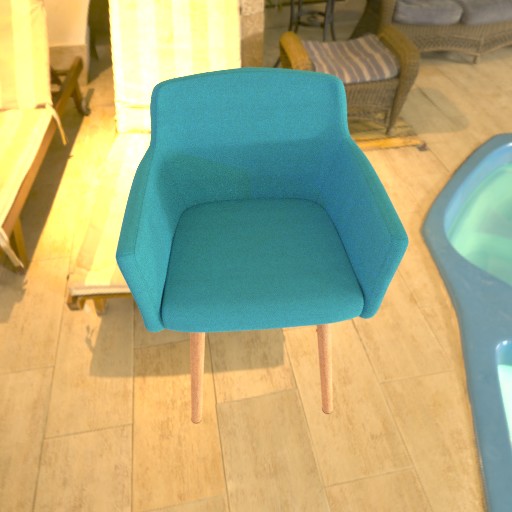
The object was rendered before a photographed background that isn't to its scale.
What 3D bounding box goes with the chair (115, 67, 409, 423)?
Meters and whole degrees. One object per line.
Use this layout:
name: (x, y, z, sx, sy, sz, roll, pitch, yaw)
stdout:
chair: (0.000, 0.000, 1.166, 0.570, 0.780, 0.540, -3, 46, -3)
